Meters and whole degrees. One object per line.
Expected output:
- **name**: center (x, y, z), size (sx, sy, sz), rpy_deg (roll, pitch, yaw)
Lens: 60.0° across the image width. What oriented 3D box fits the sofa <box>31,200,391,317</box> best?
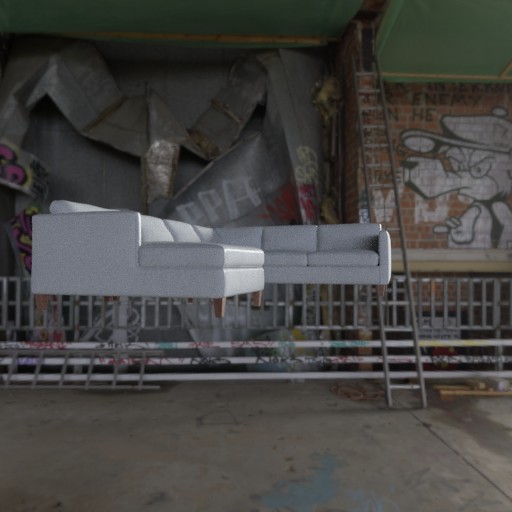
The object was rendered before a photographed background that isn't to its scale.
- **sofa**: center (0.000, 0.000, 4.440), size (2.551, 0.853, 3.238), rpy_deg (0, -1, 18)
